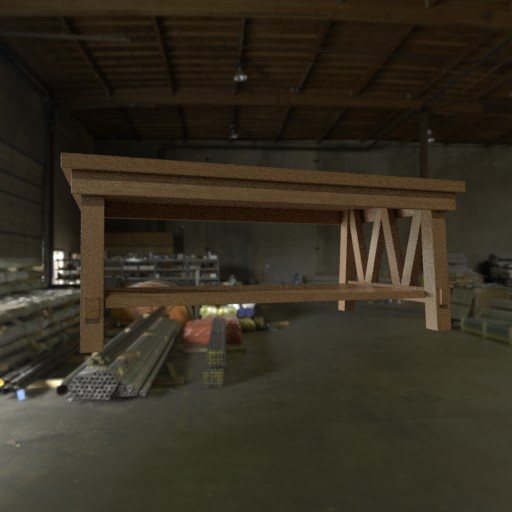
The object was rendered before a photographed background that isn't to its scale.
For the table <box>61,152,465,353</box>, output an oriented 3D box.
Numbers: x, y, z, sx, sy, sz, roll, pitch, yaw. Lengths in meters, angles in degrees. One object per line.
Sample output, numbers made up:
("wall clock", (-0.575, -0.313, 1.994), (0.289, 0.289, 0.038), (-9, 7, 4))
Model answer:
("table", (0.000, 0.000, 1.646), (1.270, 0.507, 0.711), (0, -1, -19))
